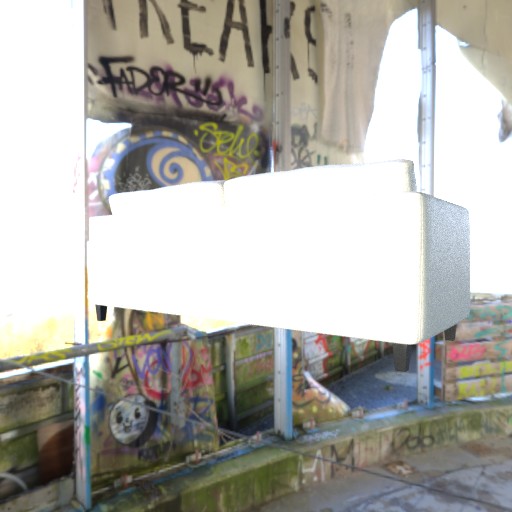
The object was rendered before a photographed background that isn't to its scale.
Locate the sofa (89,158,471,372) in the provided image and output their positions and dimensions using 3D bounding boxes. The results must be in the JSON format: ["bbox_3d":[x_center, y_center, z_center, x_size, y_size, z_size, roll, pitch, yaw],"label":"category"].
[{"bbox_3d":[0.000,0.000,2.911,2.434,0.965,0.948,1,1,37],"label":"sofa"}]
